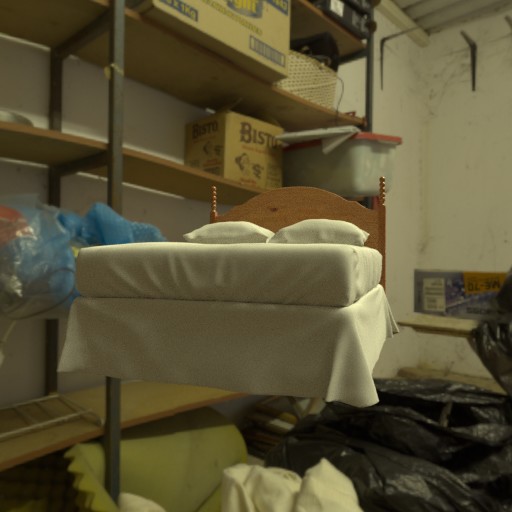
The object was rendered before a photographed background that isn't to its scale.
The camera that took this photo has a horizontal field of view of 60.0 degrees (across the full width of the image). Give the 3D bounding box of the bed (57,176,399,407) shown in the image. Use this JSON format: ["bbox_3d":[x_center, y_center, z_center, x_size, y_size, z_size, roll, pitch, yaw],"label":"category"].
[{"bbox_3d":[0.000,0.000,3.150,1.873,1.356,2.040,0,0,20],"label":"bed"}]
